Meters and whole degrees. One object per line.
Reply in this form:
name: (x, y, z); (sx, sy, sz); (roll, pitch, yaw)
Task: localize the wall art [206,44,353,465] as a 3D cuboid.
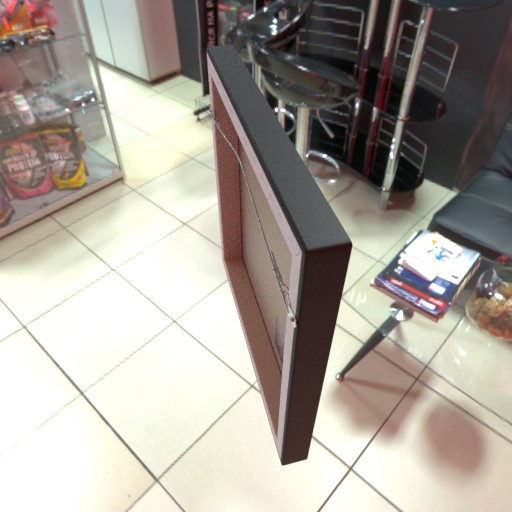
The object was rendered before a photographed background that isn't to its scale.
wall art: (0.000, 0.000, 0.598); (0.041, 0.407, 0.406); (-10, 46, -10)
